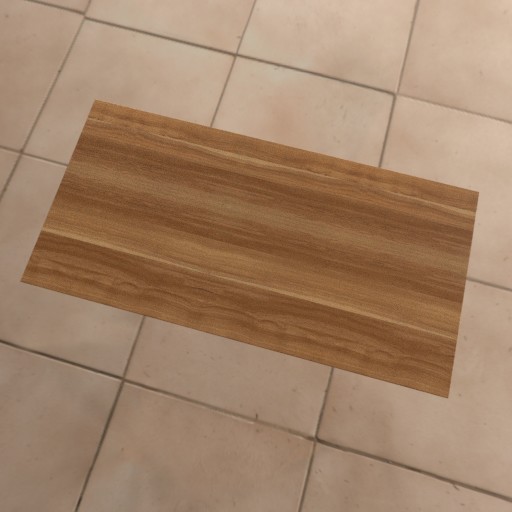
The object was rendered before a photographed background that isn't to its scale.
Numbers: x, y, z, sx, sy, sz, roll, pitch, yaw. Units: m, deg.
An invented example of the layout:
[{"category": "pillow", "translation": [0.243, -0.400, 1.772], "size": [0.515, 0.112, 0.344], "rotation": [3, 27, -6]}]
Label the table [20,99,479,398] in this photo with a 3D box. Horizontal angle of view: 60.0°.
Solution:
[{"category": "table", "translation": [0.000, 0.000, 2.486], "size": [2.000, 0.770, 1.000], "rotation": [15, 76, 4]}]
